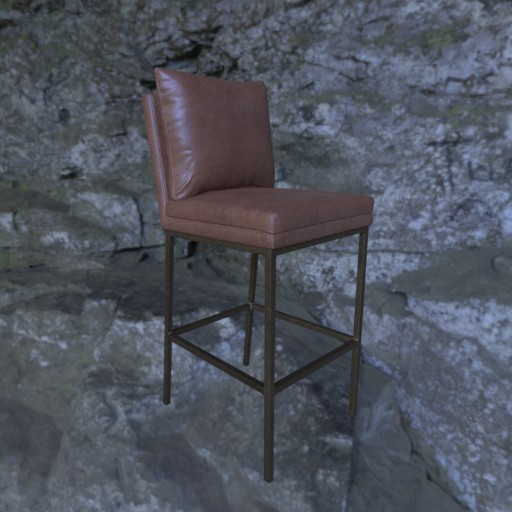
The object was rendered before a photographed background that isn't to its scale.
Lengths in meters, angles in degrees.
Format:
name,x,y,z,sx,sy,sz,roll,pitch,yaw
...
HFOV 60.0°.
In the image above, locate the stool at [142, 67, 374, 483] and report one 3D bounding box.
name,x,y,z,sx,sy,sz,roll,pitch,yaw
stool,0.000,0.000,1.424,0.571,1.124,0.463,14,20,43
